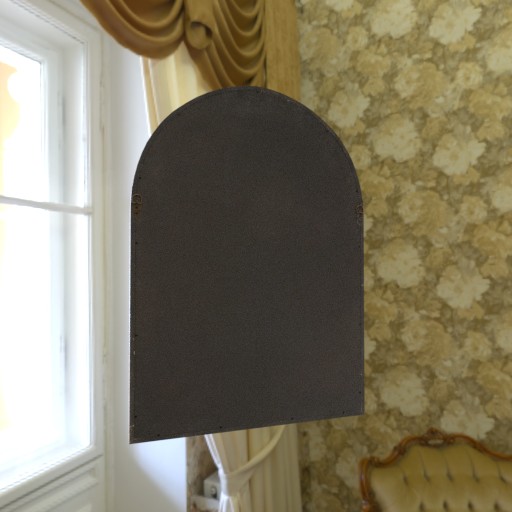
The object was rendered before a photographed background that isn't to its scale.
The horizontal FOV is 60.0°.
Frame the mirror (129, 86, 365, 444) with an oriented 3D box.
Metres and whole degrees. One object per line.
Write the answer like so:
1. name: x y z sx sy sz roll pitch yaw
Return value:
1. mirror: 0.000 0.000 1.206 0.660 0.920 0.032 0 -1 -19
